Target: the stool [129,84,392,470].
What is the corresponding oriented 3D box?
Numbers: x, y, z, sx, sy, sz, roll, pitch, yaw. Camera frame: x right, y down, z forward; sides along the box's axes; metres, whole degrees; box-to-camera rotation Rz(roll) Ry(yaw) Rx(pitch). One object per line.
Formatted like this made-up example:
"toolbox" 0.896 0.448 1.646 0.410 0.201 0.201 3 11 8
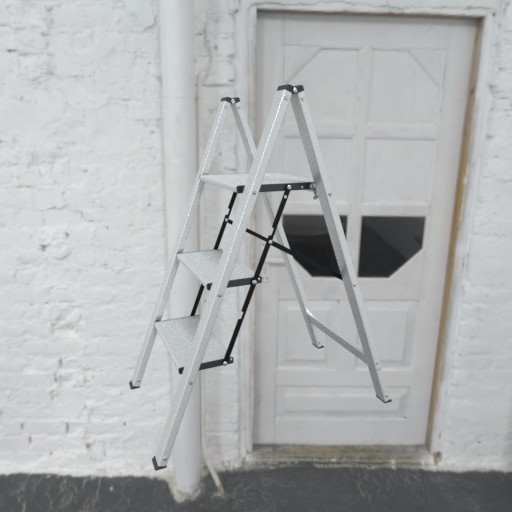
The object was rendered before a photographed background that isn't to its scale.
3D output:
"stool" 0.000 0.000 1.299 0.730 0.902 0.441 -7 17 -23
